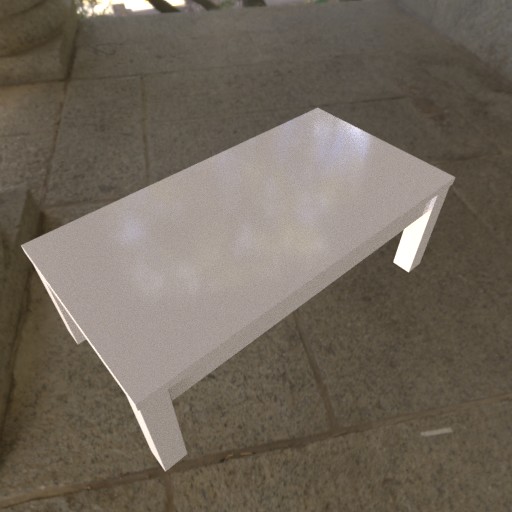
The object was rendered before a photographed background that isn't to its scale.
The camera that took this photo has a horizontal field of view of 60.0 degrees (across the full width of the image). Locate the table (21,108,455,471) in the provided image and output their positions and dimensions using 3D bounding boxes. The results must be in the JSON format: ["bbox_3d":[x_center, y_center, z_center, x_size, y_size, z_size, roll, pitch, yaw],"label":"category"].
[{"bbox_3d":[0.000,0.000,1.686,1.350,0.470,0.700,-32,54,-27],"label":"table"}]
